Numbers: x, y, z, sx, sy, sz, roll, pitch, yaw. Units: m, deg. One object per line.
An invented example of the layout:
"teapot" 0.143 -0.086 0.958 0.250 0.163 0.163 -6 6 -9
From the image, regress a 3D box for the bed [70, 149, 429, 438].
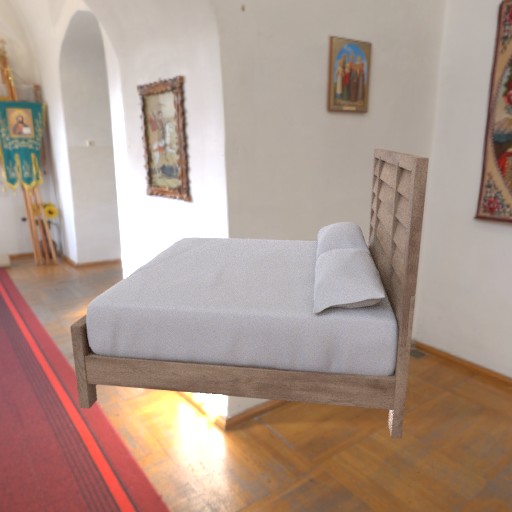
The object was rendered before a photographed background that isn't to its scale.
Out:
"bed" 0.000 0.000 3.536 2.062 1.626 2.032 2 15 8
